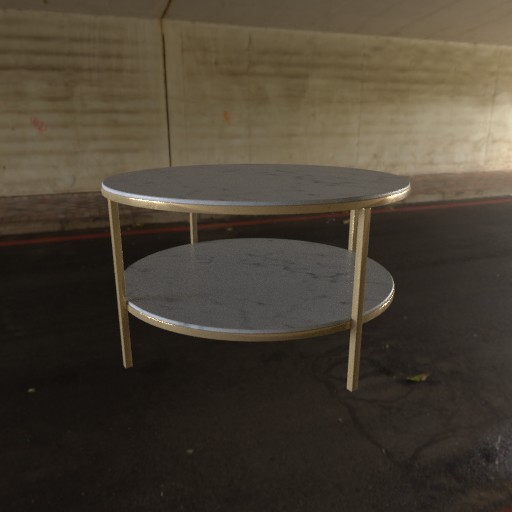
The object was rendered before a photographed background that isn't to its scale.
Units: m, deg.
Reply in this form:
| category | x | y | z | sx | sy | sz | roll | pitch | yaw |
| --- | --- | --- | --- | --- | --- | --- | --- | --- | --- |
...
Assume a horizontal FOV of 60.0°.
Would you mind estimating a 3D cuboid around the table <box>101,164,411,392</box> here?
| category | x | y | z | sx | sy | sz | roll | pitch | yaw |
| --- | --- | --- | --- | --- | --- | --- | --- | --- | --- |
| table | 0.000 | 0.000 | 1.268 | 0.800 | 0.450 | 0.800 | 0 | 17 | 0 |
